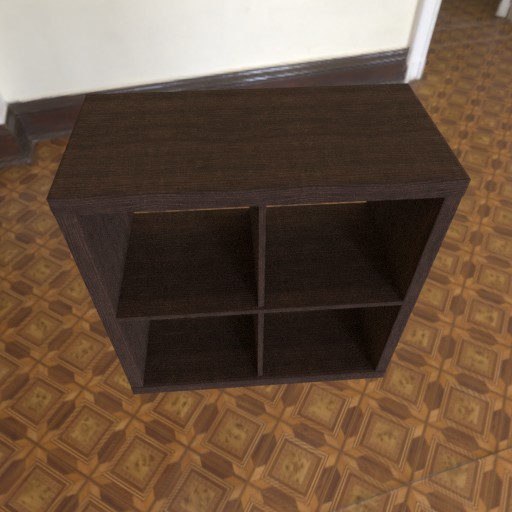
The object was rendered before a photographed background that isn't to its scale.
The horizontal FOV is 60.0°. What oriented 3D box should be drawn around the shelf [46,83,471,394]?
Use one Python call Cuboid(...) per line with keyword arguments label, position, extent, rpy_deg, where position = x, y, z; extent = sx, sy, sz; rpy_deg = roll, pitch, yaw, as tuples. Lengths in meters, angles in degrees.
Cuboid(label="shelf", position=(0.000, 0.000, 1.242), extent=(0.790, 0.786, 0.390), rpy_deg=(-3, 47, -3))
